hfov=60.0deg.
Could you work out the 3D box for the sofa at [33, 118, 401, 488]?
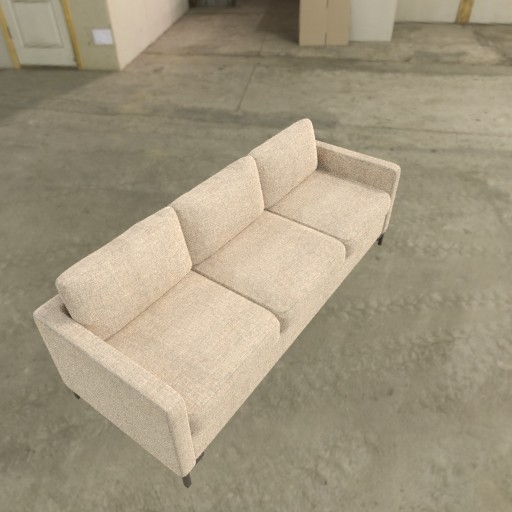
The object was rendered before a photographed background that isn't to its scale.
[{"bbox_3d":[0.000,0.000,2.578,0.859,0.874,2.218,25,46,26],"label":"sofa"}]
